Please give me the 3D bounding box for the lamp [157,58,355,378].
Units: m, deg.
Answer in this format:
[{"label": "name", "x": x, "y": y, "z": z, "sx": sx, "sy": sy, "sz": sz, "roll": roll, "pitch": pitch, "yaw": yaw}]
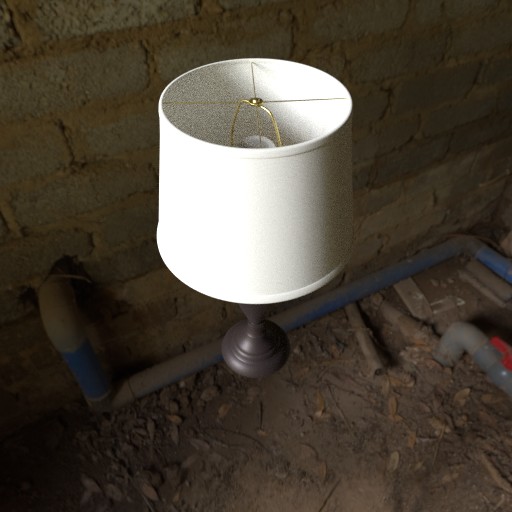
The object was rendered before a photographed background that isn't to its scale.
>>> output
[{"label": "lamp", "x": 0.000, "y": 0.000, "z": 0.812, "sx": 0.335, "sy": 0.611, "sz": 0.335, "roll": 0, "pitch": 46, "yaw": 0}]
